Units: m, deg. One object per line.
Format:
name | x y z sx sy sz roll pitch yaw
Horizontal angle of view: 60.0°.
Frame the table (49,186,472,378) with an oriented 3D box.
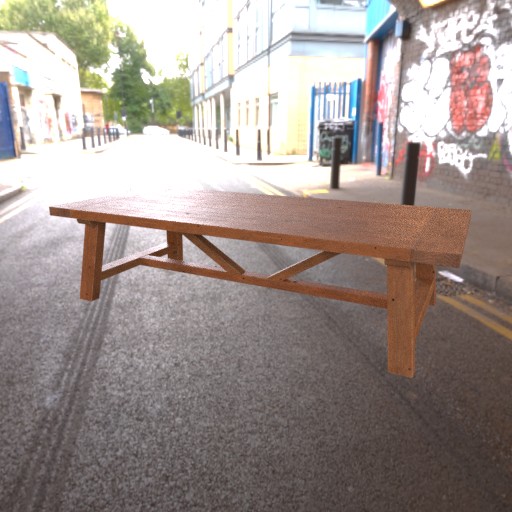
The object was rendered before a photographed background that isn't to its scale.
table | 0.000 0.000 2.138 1.800 0.465 0.820 8 18 26
